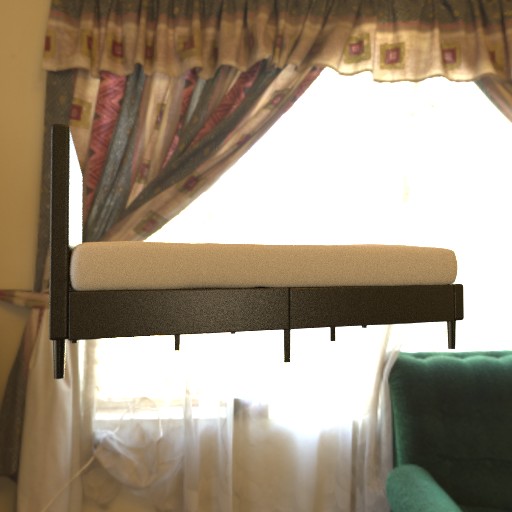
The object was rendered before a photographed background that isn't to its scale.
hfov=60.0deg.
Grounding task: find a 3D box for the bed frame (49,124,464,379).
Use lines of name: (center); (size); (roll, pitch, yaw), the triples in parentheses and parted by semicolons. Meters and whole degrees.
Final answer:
bed frame: (0.000, 0.000, 2.464); (2.152, 1.046, 1.038); (0, -1, -19)
